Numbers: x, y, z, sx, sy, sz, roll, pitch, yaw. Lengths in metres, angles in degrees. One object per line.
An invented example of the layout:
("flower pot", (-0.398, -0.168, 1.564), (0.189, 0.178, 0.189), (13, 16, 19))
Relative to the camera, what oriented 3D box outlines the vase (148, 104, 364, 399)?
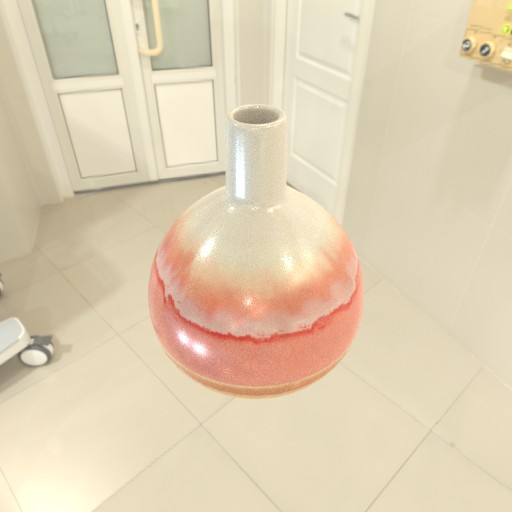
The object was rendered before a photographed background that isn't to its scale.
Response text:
("vase", (0.000, 0.000, 0.270), (0.137, 0.176, 0.137), (0, 39, 0))
